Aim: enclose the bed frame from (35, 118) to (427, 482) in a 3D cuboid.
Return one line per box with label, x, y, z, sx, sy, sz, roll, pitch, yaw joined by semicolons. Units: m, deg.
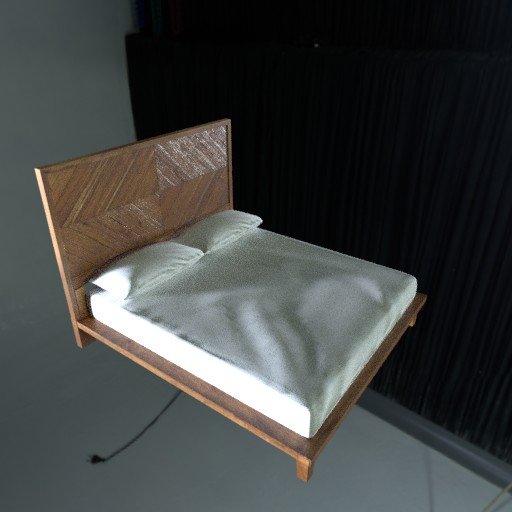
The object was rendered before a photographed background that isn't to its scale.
bed frame;0.000;0.000;3.518;2.235;1.537;2.038;19;34;31
